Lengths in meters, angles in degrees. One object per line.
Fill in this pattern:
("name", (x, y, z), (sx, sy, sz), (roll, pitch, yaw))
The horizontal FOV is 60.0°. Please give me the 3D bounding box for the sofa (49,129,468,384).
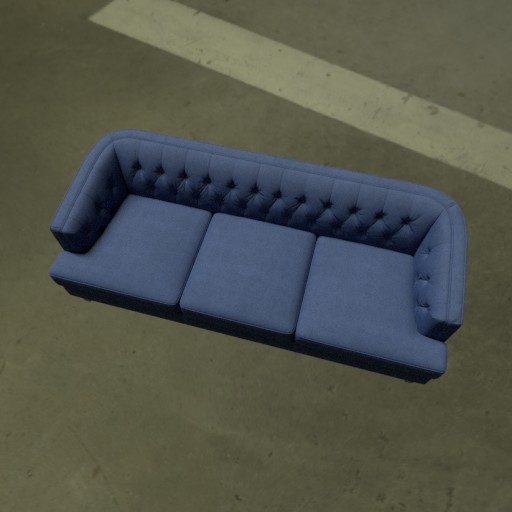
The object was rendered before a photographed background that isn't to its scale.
("sofa", (0.000, 0.000, 2.644), (2.235, 0.787, 0.914), (13, 60, 8))
